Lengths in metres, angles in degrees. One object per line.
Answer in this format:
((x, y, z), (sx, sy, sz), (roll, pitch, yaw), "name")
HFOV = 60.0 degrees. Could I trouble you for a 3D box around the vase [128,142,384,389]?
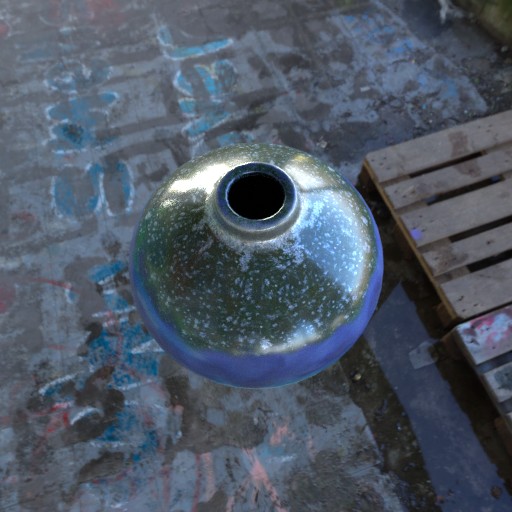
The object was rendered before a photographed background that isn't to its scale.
((0.000, 0.000, 0.270), (0.154, 0.133, 0.154), (0, 64, 0), "vase")
